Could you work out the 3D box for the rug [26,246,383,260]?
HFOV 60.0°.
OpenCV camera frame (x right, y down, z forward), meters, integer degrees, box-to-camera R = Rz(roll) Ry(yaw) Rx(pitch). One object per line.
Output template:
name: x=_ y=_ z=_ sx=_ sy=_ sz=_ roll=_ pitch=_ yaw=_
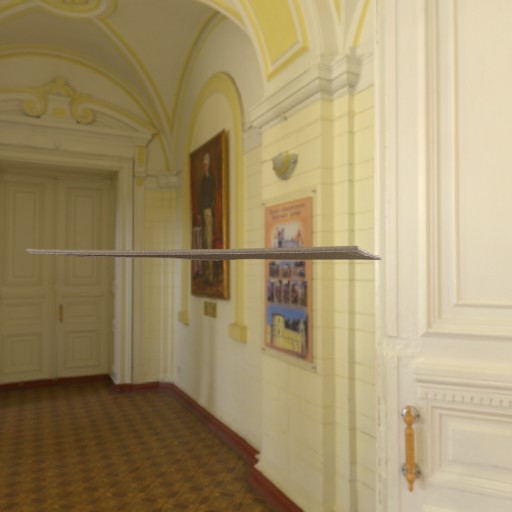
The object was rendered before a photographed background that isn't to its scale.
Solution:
rug: x=0.000 y=0.000 z=2.363 sx=1.252 sy=0.034 sz=1.829 roll=0 pitch=-1 yaw=18
